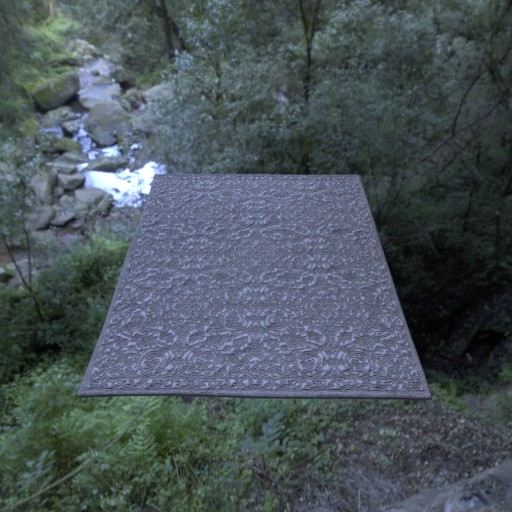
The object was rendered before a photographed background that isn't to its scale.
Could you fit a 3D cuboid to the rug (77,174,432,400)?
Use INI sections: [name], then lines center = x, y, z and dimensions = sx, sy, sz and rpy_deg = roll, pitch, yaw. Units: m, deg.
[rug]
center = 0.000, 0.000, 4.208
dimensions = 2.472, 0.035, 3.017
rpy_deg = 0, 41, 0
